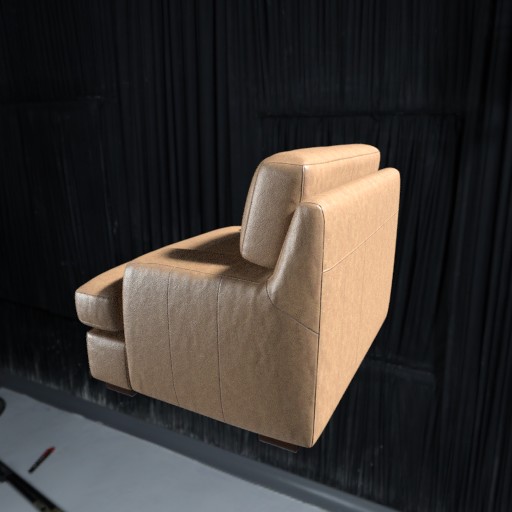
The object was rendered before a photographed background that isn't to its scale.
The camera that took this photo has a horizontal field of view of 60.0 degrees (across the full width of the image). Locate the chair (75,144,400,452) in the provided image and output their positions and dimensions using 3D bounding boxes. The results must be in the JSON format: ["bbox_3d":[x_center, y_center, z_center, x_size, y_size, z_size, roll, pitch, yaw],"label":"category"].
[{"bbox_3d":[0.000,0.000,2.013,1.050,0.978,1.276,8,18,26],"label":"chair"}]
